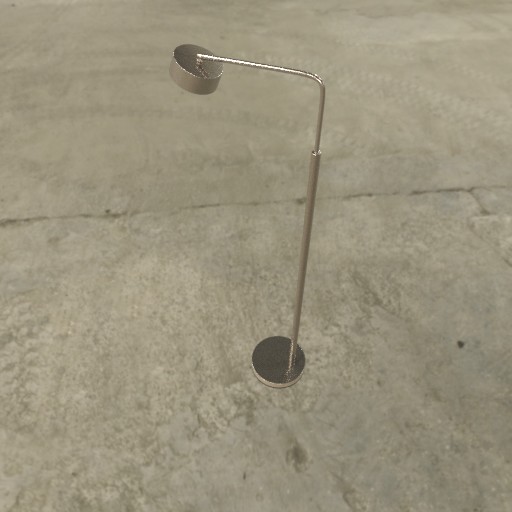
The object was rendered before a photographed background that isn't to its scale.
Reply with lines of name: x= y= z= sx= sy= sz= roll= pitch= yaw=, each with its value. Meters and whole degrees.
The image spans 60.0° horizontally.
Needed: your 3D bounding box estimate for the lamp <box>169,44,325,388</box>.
lamp: x=0.000 y=0.000 z=1.420 sx=0.421 sy=1.250 sz=0.222 roll=15 pitch=49 yaw=14
